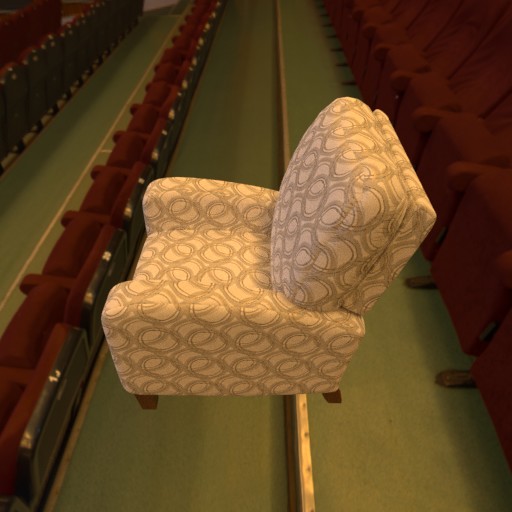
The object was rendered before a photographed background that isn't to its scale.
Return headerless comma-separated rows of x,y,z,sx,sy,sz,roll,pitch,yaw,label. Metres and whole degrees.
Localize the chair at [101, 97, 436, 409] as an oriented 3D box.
0.000,0.000,1.724,0.995,1.065,0.796,0,41,1,chair
